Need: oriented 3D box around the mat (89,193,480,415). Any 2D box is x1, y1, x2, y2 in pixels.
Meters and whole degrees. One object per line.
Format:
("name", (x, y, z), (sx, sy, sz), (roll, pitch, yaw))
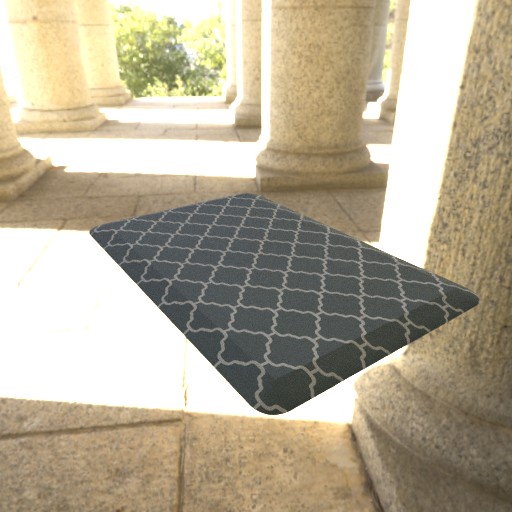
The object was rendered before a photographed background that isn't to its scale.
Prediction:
("mat", (0.000, 0.000, 0.959), (0.508, 0.021, 0.762), (-18, 31, -31))
